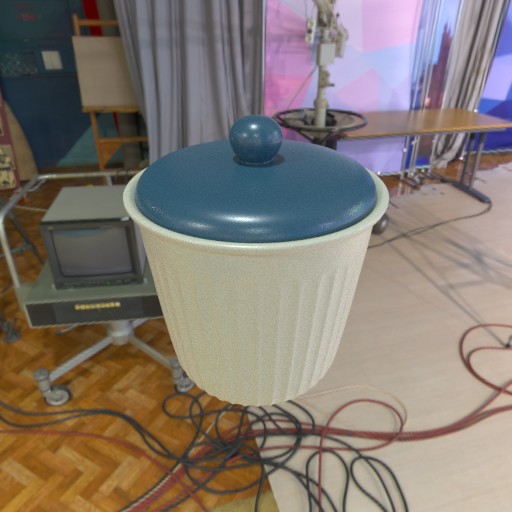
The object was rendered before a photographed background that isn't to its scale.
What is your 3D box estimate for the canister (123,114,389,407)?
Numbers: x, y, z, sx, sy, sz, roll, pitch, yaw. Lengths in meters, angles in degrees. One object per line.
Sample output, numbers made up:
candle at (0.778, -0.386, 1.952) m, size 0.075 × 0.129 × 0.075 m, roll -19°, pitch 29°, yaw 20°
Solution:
canister at (0.000, 0.000, 0.341) m, size 0.181 × 0.211 × 0.181 m, roll 0°, pitch 31°, yaw 0°
